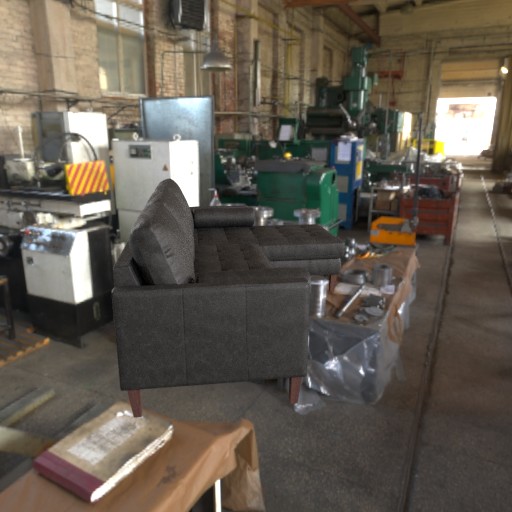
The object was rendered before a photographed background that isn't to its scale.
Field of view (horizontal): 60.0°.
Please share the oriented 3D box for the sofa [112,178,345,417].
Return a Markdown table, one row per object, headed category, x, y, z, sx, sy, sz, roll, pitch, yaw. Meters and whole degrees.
| category | x | y | z | sx | sy | sz | roll | pitch | yaw |
| --- | --- | --- | --- | --- | --- | --- | --- | --- | --- |
| sofa | 0.000 | 0.000 | 2.956 | 1.497 | 0.876 | 2.178 | -2 | 15 | -8 |
